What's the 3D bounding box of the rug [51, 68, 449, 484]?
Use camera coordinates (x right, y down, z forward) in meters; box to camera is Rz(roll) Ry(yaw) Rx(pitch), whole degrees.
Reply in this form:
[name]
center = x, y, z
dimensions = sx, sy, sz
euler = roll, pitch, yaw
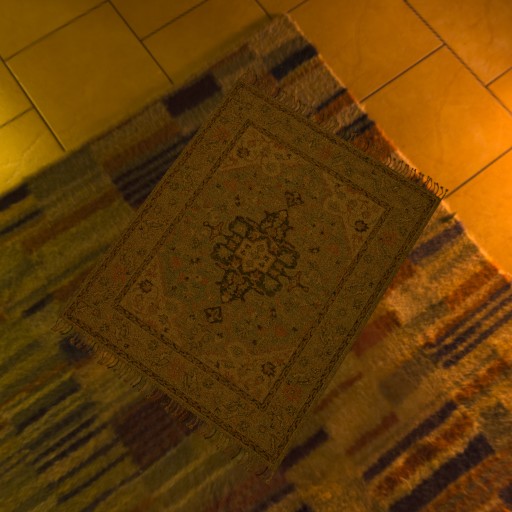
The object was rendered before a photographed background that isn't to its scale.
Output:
[rug]
center = 0.000, 0.000, 3.440
dimensions = 1.971, 0.010, 2.651
euler = 33, 80, 7
